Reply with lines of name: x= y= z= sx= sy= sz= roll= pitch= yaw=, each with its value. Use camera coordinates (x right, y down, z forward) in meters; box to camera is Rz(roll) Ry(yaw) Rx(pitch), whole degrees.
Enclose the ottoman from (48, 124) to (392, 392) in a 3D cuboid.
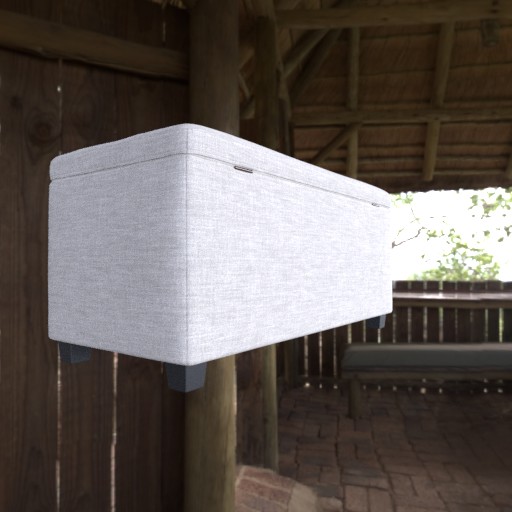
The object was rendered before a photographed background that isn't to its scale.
ottoman: x=0.000 y=0.000 z=1.127 sx=0.419 sy=0.432 sz=0.902 roll=-1 pitch=-1 yaw=36
